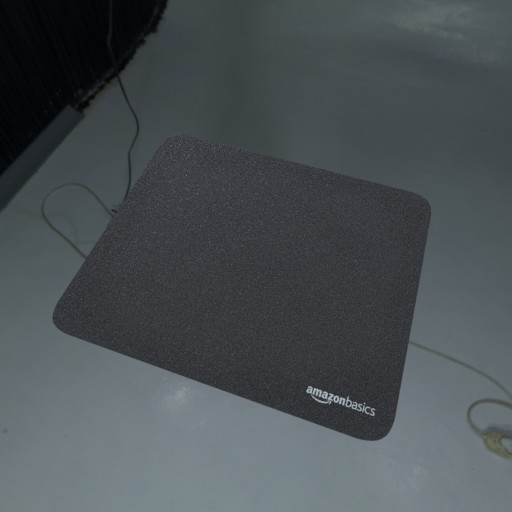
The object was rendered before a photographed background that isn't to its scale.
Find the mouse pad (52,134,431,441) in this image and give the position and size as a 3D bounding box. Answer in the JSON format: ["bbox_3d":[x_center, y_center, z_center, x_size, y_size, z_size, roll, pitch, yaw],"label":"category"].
[{"bbox_3d":[0.000,0.000,0.441,0.315,0.002,0.269,17,59,10],"label":"mouse pad"}]
